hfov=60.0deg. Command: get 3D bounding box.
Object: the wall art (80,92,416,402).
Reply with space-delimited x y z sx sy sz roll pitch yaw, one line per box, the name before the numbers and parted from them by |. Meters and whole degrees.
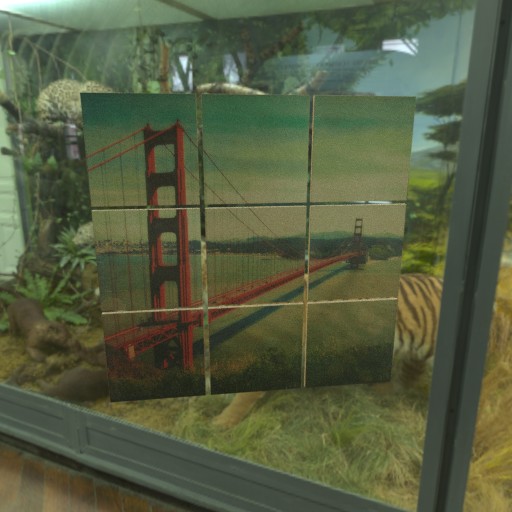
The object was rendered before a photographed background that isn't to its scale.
wall art | 0.000 0.000 1.759 1.217 1.207 0.016 -2 15 -7
